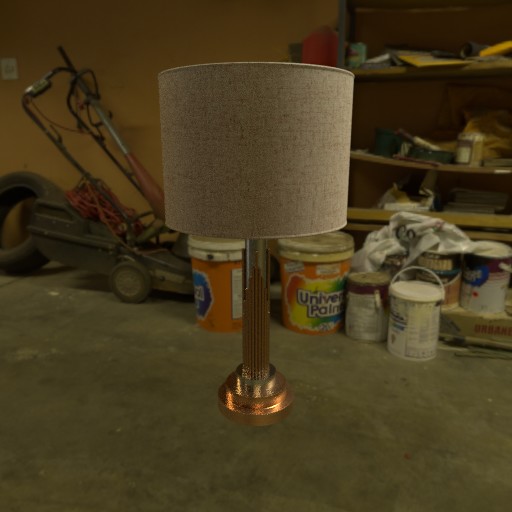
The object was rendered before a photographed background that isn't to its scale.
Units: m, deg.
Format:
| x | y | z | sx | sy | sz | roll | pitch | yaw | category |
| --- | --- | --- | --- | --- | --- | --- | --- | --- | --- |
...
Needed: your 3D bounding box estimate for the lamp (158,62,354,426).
| x | y | z | sx | sy | sz | roll | pitch | yaw | category |
| --- | --- | --- | --- | --- | --- | --- | --- | --- | --- |
| 0.000 | 0.000 | 0.815 | 0.321 | 0.610 | 0.321 | -7 | 16 | -25 | lamp |
